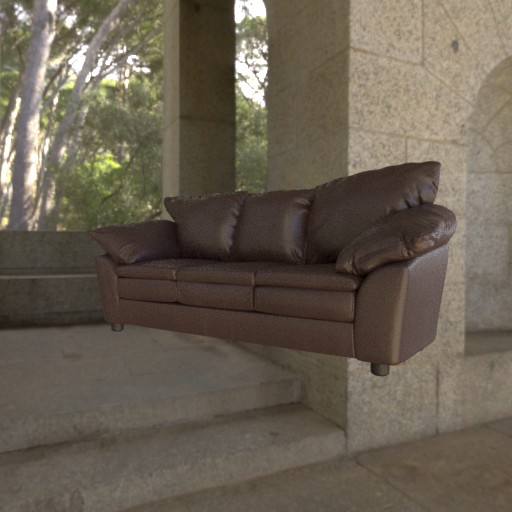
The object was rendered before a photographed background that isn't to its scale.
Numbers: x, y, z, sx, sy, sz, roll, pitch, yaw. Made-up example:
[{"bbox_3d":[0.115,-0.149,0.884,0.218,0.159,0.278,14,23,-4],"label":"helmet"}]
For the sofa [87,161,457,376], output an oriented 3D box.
[{"bbox_3d":[0.000,0.000,2.884,2.390,1.091,0.907,1,1,35],"label":"sofa"}]
